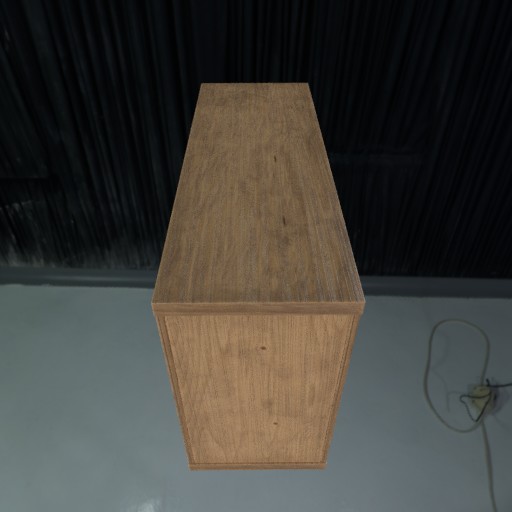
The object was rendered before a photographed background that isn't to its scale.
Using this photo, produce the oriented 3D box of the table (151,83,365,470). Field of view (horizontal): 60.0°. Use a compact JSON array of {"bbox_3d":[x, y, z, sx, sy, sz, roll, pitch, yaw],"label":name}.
[{"bbox_3d":[0.000,0.000,1.534,0.410,0.771,1.151,0,41,0],"label":"table"}]
